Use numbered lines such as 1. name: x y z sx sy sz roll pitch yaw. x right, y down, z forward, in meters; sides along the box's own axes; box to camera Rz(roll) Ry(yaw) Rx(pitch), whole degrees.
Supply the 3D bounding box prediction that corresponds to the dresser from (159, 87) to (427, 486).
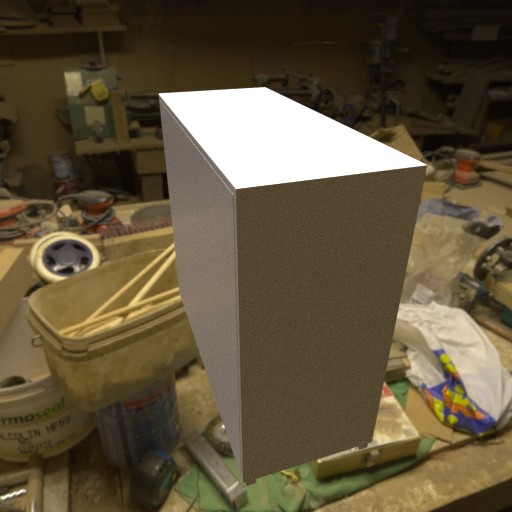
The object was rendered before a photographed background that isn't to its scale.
1. dresser: 0.000 0.000 1.656 0.460 1.000 1.100 -10 31 -16
